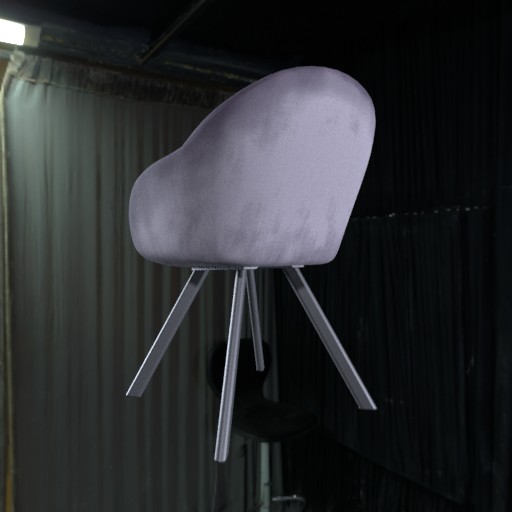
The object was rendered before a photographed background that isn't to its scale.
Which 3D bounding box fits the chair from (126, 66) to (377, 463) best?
[{"bbox_3d":[0.000,0.000,1.163,0.550,0.795,0.590,-1,2,-37],"label":"chair"}]
